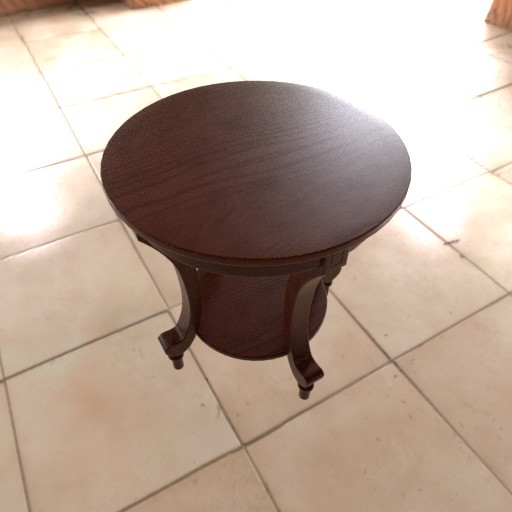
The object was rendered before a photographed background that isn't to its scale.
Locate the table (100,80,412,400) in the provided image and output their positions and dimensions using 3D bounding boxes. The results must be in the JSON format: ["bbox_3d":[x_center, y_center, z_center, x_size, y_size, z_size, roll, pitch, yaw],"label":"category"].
[{"bbox_3d":[0.000,0.000,1.092,0.597,0.612,0.597,0,46,0],"label":"table"}]
